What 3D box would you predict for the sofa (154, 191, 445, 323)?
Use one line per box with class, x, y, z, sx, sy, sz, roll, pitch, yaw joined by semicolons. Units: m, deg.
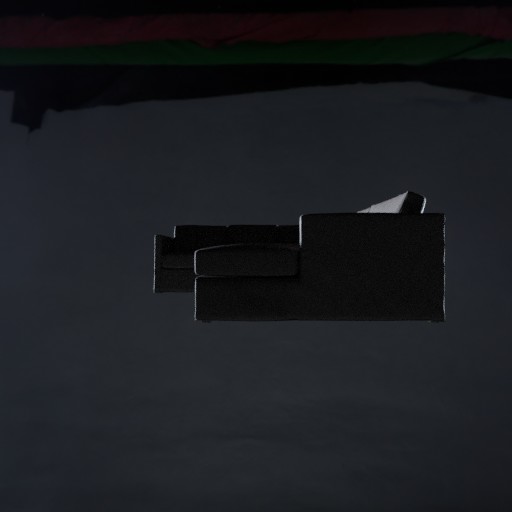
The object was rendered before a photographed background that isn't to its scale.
sofa;0.000;0.000;4.508;2.427;0.882;3.460;0;0;0
